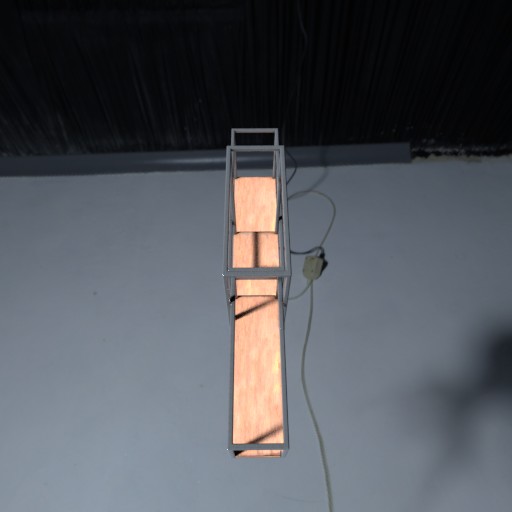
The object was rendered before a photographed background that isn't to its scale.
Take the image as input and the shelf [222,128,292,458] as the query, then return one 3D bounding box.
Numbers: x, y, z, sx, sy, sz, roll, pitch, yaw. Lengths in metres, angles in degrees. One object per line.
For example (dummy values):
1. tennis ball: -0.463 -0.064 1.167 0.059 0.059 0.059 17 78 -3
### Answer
1. shelf: 0.000 0.000 2.123 0.275 0.972 1.781 0 59 0
